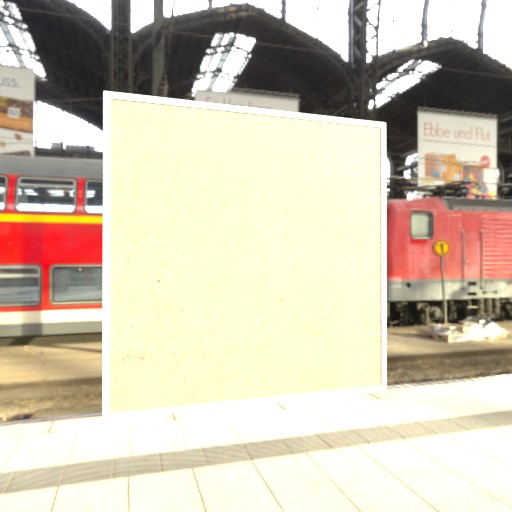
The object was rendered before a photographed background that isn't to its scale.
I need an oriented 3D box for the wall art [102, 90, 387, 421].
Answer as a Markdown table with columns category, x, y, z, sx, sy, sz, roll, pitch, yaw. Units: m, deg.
| category | x | y | z | sx | sy | sz | roll | pitch | yaw |
| --- | --- | --- | --- | --- | --- | --- | --- | --- | --- |
| wall art | 0.000 | 0.000 | 0.778 | 0.508 | 0.508 | 0.038 | 0 | 0 | -18 |
